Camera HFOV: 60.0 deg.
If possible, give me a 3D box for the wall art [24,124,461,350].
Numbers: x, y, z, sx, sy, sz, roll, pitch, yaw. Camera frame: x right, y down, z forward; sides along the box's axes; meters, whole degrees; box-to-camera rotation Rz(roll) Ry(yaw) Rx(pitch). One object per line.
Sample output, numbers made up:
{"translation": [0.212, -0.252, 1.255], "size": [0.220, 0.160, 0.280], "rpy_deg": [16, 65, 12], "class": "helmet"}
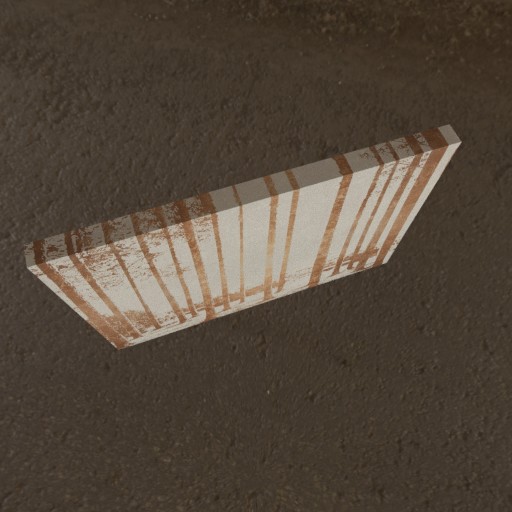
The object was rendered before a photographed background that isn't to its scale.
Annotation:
{"translation": [0.000, 0.000, 0.778], "size": [0.609, 0.405, 0.035], "rpy_deg": [-17, 65, -8], "class": "wall art"}
